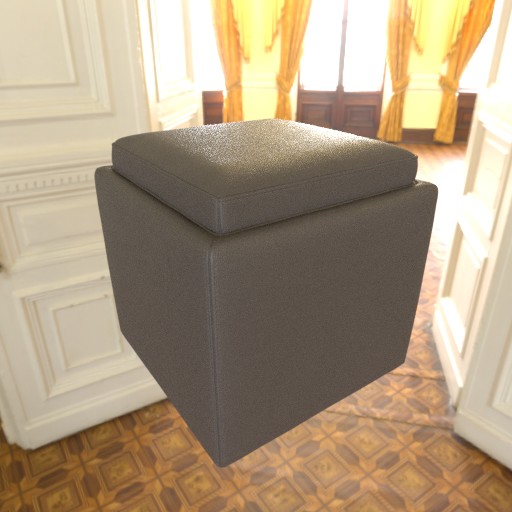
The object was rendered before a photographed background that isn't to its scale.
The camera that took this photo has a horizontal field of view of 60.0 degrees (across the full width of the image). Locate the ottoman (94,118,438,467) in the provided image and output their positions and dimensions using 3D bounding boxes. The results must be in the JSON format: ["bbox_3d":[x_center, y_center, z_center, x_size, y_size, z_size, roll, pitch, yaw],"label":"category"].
[{"bbox_3d":[0.000,0.000,0.843,0.450,0.460,0.451,-17,31,-31],"label":"ottoman"}]
